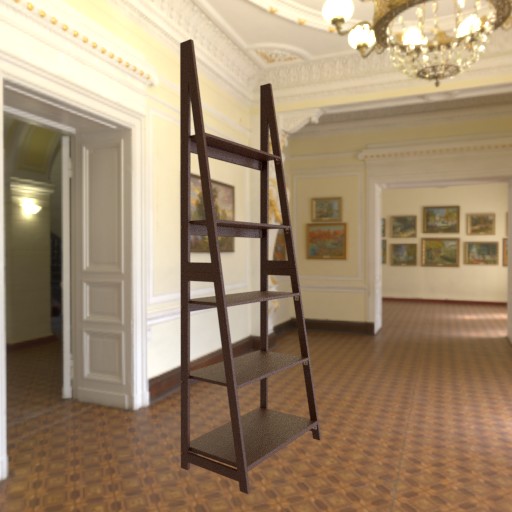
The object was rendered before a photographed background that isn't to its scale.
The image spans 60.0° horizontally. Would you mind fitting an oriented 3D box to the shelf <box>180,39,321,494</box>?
[{"bbox_3d":[0.000,0.000,1.987,0.350,1.770,0.600,0,1,36],"label":"shelf"}]
